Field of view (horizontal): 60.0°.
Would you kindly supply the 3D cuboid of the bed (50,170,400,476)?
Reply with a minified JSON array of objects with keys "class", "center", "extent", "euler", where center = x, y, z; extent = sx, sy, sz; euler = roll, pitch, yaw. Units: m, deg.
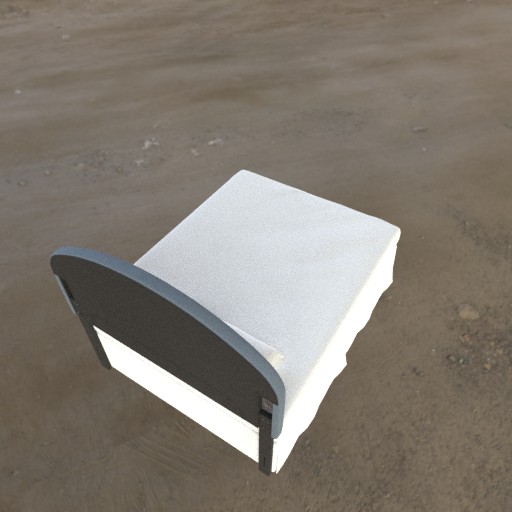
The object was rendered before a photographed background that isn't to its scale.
[{"class":"bed","center":[0.000,0.000,3.092],"extent":[1.607,1.410,2.005],"euler":[24,51,22]}]
